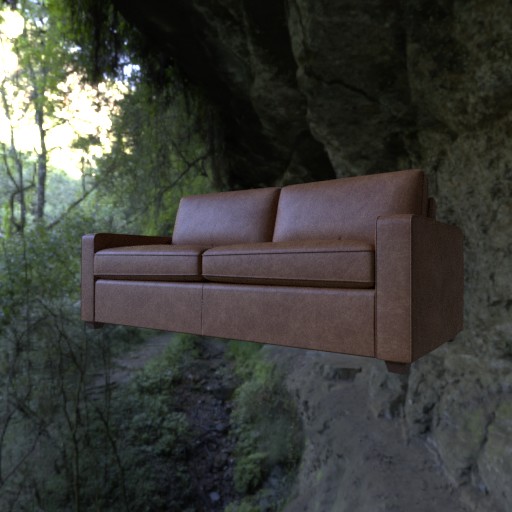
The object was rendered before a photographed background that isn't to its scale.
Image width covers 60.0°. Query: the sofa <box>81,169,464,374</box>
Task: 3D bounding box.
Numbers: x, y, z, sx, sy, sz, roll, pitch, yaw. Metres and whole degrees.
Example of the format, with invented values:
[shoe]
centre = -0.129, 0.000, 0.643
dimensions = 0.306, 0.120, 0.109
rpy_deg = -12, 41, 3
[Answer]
[sofa]
centre = 0.000, 0.000, 2.638
dimensions = 2.156, 0.928, 0.991
rpy_deg = -1, -1, 35
